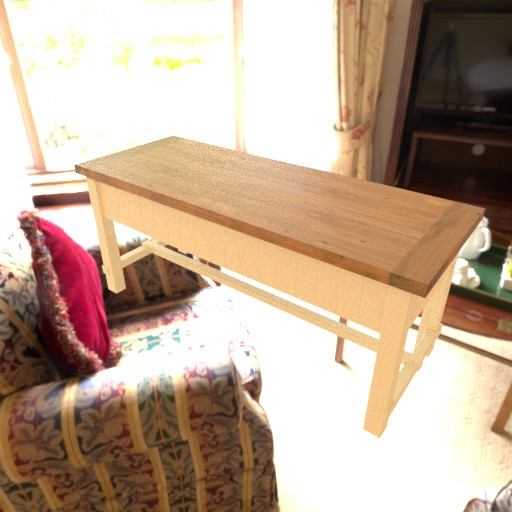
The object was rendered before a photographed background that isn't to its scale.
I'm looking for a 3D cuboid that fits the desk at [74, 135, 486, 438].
[{"bbox_3d":[0.000,0.000,2.216,1.803,0.762,0.688,21,36,31],"label":"desk"}]
